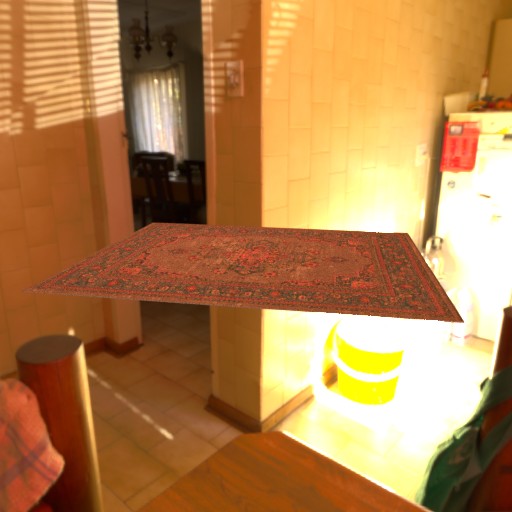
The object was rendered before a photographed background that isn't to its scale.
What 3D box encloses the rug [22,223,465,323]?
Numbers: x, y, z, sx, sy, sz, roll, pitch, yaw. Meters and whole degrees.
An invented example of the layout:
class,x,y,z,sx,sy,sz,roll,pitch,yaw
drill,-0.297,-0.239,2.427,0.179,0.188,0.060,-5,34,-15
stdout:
class,x,y,z,sx,sy,sz,roll,pitch,yaw
rug,0.000,0.000,4.134,3.057,0.013,2.434,3,17,10
